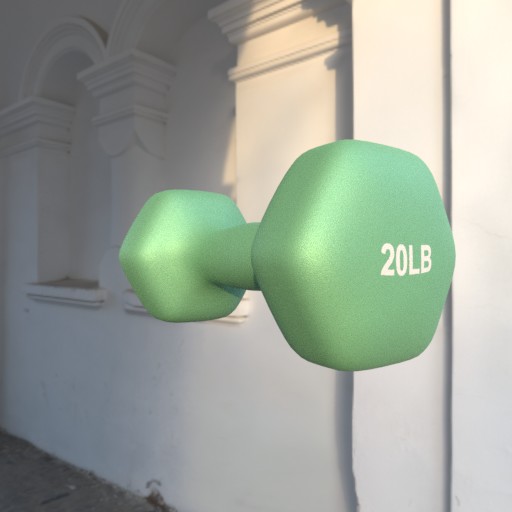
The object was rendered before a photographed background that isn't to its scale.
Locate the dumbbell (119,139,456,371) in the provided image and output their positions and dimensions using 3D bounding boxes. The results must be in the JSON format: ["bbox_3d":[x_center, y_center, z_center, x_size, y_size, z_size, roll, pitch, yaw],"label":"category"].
[{"bbox_3d":[0.000,0.000,0.321,0.129,0.117,0.260,0,0,-35],"label":"dumbbell"}]
